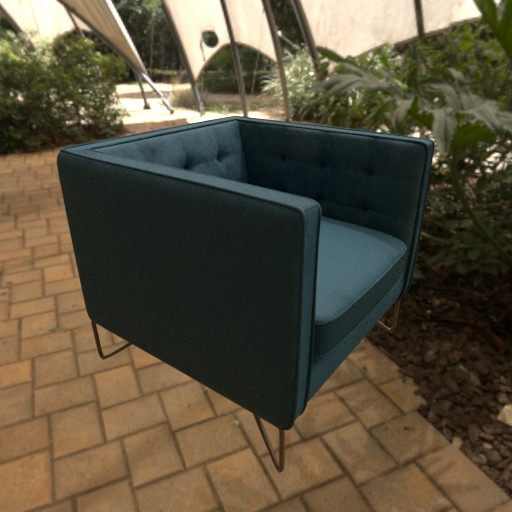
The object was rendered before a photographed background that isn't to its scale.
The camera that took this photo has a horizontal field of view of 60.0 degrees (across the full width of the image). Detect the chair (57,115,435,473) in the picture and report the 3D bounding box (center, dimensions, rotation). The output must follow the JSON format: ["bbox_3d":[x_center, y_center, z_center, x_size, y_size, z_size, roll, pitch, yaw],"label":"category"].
[{"bbox_3d":[0.000,0.000,1.561,0.894,0.790,0.880,18,31,32],"label":"chair"}]
